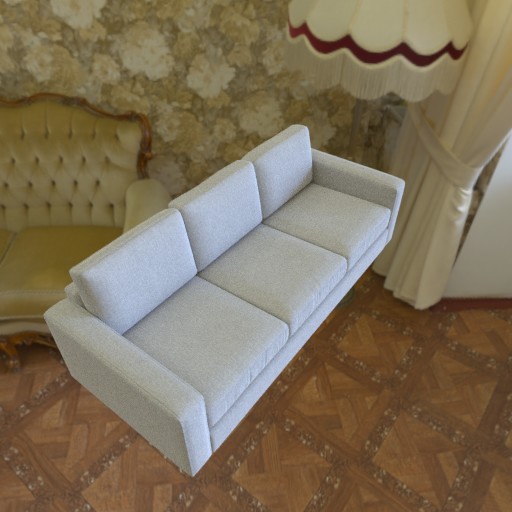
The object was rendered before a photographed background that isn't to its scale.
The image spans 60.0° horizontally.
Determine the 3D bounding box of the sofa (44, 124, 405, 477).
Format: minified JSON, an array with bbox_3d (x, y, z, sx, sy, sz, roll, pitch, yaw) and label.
[{"bbox_3d":[0.000,0.000,2.569,0.900,0.800,2.120,26,48,27],"label":"sofa"}]
